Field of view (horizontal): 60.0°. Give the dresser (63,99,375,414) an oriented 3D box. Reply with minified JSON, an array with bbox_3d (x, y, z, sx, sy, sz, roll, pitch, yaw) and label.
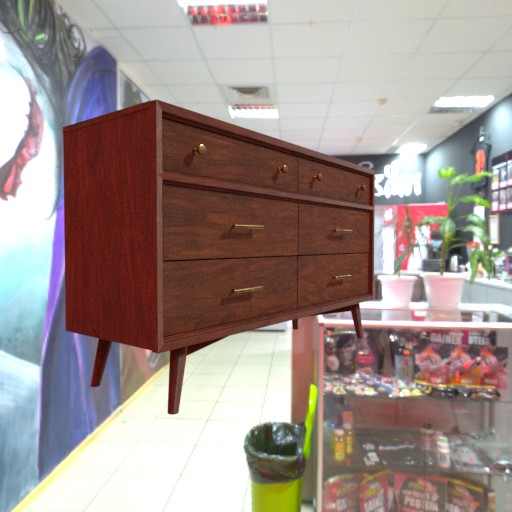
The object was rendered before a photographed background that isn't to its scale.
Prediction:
[{"bbox_3d":[0.000,0.000,1.929,0.500,0.889,1.472,1,2,38],"label":"dresser"}]
